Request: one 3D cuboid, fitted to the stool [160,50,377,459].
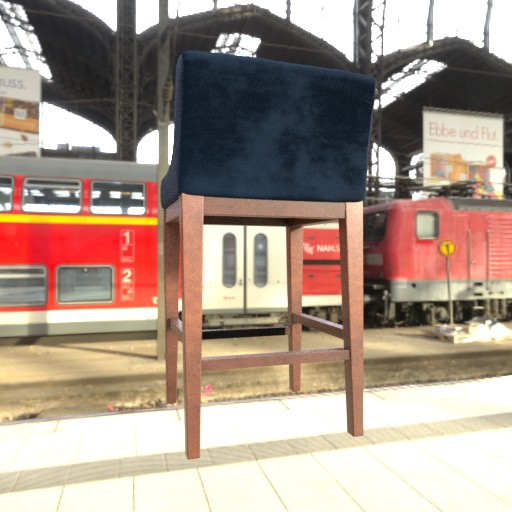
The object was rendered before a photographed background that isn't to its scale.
[{"bbox_3d":[0.000,0.000,1.288,0.511,0.945,0.516,0,0,-18],"label":"stool"}]
